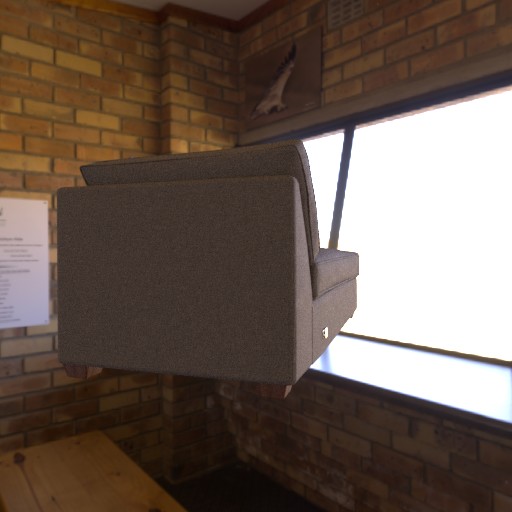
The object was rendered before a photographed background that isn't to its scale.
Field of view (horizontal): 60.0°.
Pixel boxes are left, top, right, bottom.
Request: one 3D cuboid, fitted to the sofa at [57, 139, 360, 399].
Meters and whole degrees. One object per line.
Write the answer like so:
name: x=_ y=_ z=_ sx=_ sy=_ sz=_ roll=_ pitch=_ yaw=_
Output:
sofa: x=0.000 y=0.000 z=2.797 sx=1.110 sy=1.033 sz=2.237 roll=0 pitch=1 yaw=18
